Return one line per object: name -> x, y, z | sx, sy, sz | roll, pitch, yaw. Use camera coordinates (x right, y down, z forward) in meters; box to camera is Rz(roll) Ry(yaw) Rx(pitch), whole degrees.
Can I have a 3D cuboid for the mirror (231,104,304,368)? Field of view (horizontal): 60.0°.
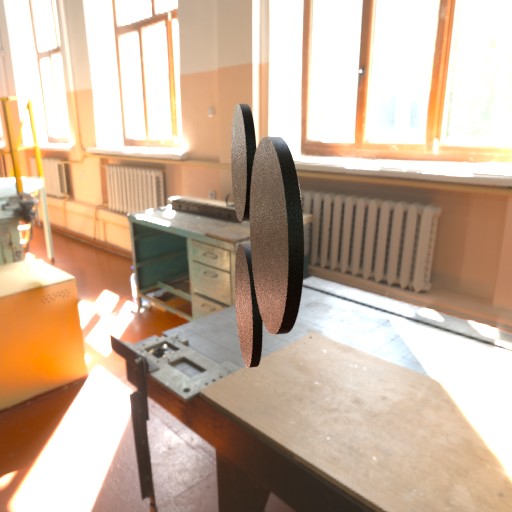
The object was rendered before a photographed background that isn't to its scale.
mirror -> 0.000, 0.000, 3.129 | 0.076, 2.096, 2.160 | -3, 16, -9
